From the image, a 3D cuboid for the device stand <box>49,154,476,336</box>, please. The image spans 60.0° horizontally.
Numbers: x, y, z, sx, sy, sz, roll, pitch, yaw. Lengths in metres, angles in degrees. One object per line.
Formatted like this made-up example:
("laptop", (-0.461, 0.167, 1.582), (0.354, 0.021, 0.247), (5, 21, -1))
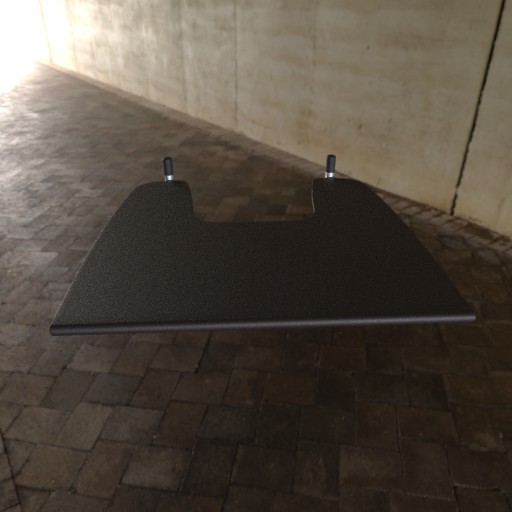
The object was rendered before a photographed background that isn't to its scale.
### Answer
("device stand", (0.000, 0.000, 0.347), (0.230, 0.092, 0.230), (-1, 30, -3))
